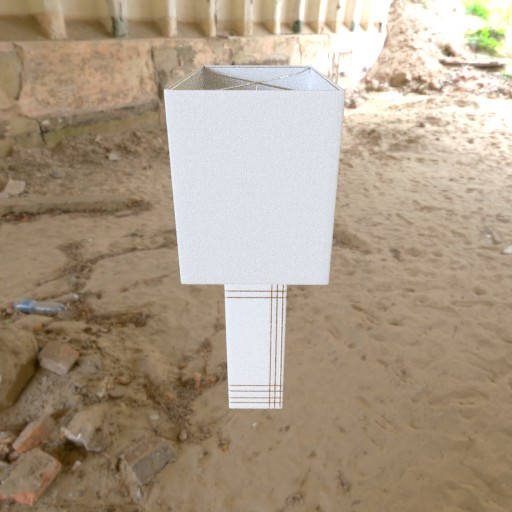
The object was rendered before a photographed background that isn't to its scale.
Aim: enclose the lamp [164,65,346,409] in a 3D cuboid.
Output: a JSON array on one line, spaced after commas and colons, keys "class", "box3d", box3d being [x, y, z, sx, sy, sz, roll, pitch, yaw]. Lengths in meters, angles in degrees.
[{"class": "lamp", "box3d": [0.000, 0.000, 0.712, 0.182, 0.543, 0.334, 0, 27, 0]}]
